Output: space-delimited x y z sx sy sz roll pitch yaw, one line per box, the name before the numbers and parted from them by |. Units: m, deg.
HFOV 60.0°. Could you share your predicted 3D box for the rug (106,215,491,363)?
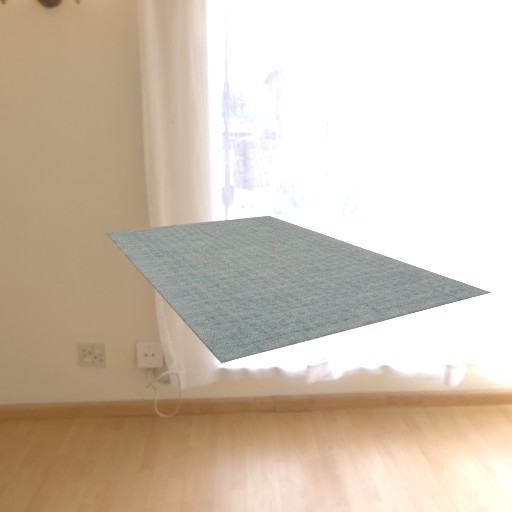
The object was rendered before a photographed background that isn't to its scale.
rug | 0.000 0.000 2.210 1.142 0.006 1.752 -8 18 -27
